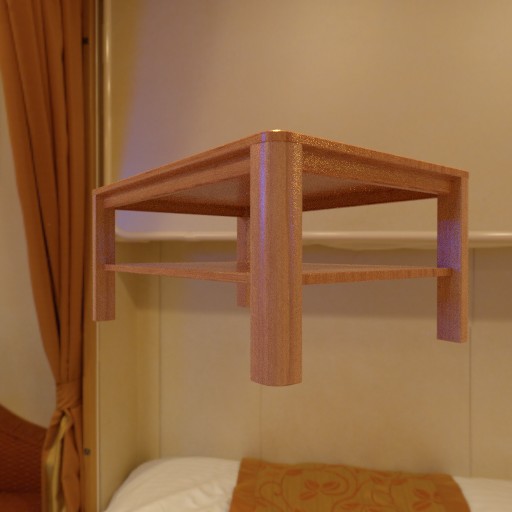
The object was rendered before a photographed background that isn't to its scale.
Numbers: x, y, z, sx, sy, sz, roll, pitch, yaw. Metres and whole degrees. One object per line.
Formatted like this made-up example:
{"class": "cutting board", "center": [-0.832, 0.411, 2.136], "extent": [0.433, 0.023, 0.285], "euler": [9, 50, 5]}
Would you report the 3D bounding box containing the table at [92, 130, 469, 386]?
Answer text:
{"class": "table", "center": [0.000, 0.000, 1.356], "extent": [0.696, 0.445, 0.997], "euler": [0, 1, -38]}
